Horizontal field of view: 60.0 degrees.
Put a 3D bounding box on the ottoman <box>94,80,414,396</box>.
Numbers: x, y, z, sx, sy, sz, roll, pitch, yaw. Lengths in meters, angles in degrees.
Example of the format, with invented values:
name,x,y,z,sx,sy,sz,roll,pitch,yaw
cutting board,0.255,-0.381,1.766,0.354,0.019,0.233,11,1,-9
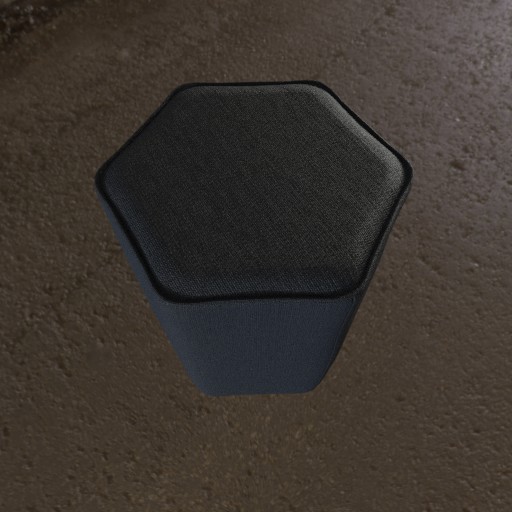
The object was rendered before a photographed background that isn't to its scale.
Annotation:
name,x,y,z,sx,sy,sz,roll,pitch,yaw
ottoman,0.000,0.000,0.878,0.492,0.505,0.454,2,59,1
